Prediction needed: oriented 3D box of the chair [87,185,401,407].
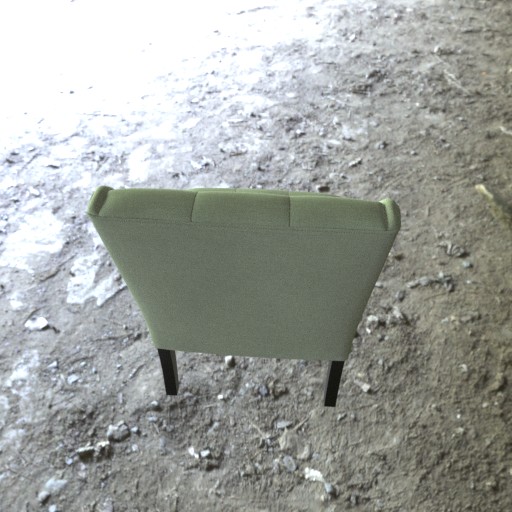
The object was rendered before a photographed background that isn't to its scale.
[{"bbox_3d":[0.000,0.000,1.286,0.569,0.853,0.676,3,44,3],"label":"chair"}]
